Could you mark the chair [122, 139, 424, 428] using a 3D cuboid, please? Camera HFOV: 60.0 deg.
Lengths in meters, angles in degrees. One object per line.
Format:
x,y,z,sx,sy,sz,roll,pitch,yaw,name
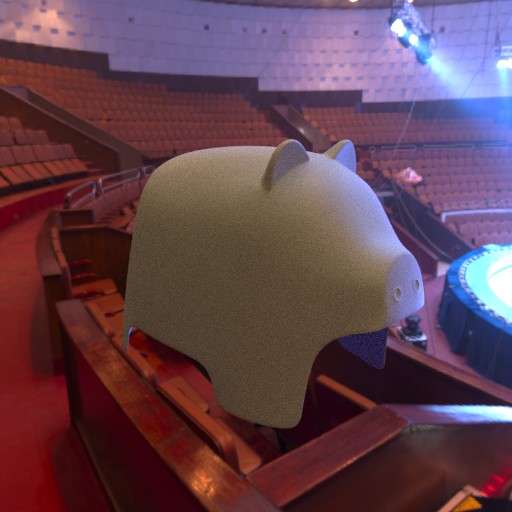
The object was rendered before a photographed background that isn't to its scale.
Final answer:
0.000,0.000,0.835,0.364,0.423,0.619,-14,20,-43,chair
